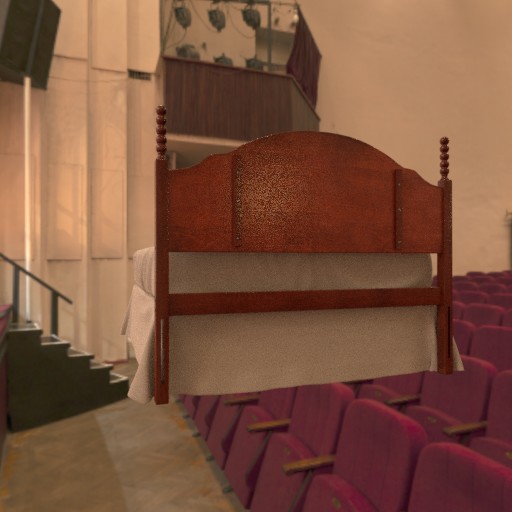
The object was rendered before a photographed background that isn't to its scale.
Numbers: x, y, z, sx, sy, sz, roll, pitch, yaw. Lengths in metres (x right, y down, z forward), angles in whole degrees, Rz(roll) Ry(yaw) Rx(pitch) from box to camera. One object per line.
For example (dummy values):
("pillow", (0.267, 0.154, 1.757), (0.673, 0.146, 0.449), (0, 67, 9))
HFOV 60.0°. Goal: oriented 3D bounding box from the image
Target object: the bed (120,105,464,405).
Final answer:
("bed", (0.000, 0.000, 3.204), (1.873, 1.356, 2.040), (0, 0, -19))
